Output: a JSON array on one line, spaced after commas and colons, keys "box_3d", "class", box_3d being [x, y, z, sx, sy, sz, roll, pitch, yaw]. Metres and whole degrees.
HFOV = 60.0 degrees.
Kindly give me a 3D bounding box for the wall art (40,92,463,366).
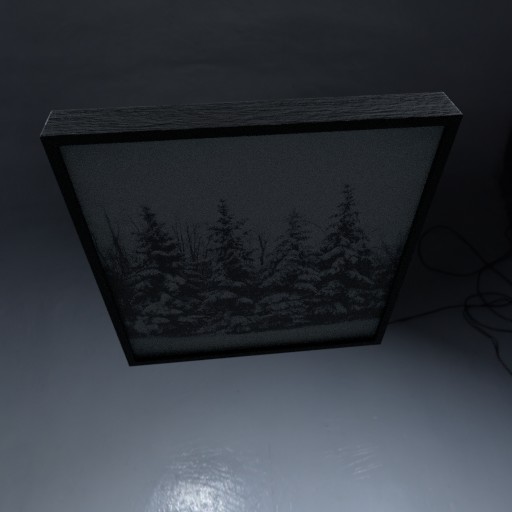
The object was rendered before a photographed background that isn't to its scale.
[{"box_3d": [0.000, 0.000, 0.439, 0.305, 0.305, 0.037, -4, 46, -4], "class": "wall art"}]
